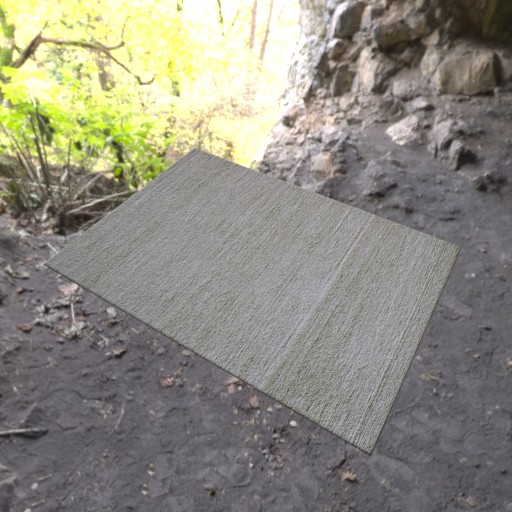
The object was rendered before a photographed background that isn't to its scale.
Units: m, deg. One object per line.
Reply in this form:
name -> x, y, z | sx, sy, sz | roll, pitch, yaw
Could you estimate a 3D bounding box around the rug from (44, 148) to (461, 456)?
rug -> 0.000, 0.000, 2.941 | 2.270, 0.017, 1.606 | 25, 51, 21
